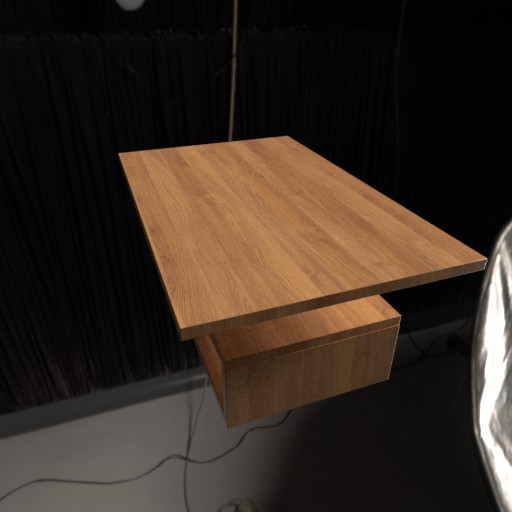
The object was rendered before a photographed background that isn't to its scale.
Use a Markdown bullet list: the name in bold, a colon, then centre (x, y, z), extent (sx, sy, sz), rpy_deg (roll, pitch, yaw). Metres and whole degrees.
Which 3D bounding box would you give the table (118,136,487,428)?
- **table**: centre (0.000, 0.000, 1.446), extent (0.700, 0.442, 1.100), rpy_deg (-11, 32, -18)
